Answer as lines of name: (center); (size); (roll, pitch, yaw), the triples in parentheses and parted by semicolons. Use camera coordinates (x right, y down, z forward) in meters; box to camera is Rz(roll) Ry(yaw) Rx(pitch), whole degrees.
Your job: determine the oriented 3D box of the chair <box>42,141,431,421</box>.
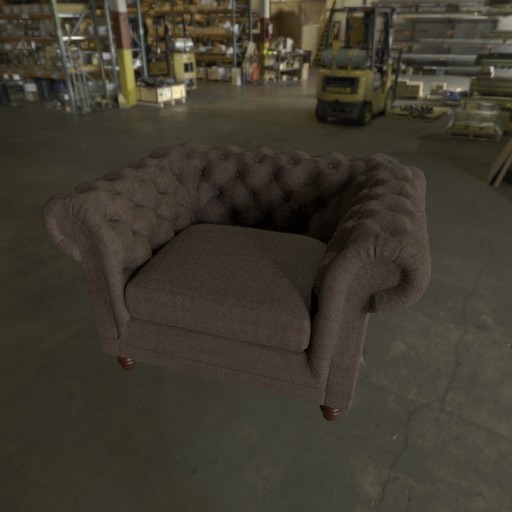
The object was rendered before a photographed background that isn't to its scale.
chair: (0.000, 0.000, 1.873); (1.298, 0.780, 0.945); (9, 28, 16)
